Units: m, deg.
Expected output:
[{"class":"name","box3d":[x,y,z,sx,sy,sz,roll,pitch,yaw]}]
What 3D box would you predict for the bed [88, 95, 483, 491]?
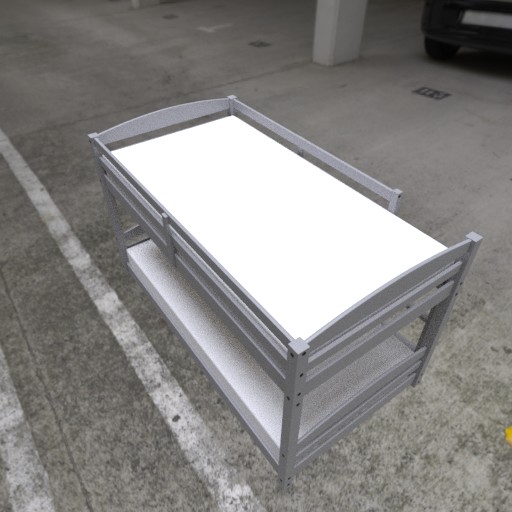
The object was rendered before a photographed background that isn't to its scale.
[{"class":"bed","box3d":[0.000,0.000,2.722,1.105,1.206,2.013,-26,47,-26]}]
